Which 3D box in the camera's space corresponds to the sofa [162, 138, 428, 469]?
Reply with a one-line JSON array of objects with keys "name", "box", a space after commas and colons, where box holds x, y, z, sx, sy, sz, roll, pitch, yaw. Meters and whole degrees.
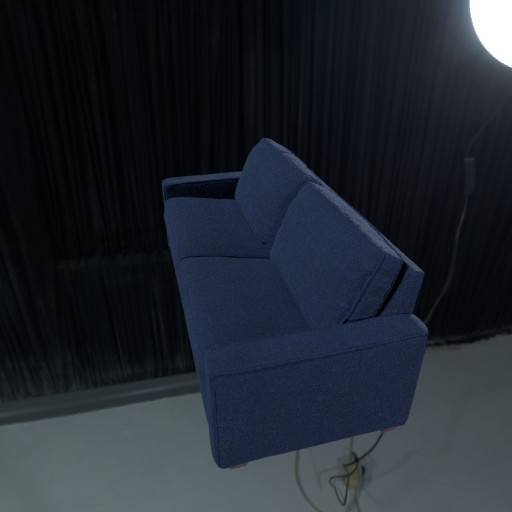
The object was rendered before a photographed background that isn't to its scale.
[{"name": "sofa", "box": [0.000, 0.000, 2.595, 0.940, 0.919, 2.080, -8, 31, -13]}]
